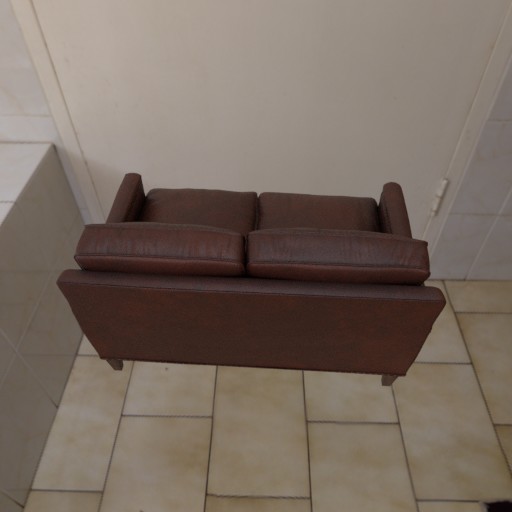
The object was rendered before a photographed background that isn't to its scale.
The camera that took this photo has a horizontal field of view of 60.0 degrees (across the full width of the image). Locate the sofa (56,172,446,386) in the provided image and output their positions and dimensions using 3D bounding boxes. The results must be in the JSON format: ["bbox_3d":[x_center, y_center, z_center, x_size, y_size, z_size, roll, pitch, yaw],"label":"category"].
[{"bbox_3d":[0.000,0.000,2.306,1.628,1.003,1.083,3,46,3],"label":"sofa"}]
